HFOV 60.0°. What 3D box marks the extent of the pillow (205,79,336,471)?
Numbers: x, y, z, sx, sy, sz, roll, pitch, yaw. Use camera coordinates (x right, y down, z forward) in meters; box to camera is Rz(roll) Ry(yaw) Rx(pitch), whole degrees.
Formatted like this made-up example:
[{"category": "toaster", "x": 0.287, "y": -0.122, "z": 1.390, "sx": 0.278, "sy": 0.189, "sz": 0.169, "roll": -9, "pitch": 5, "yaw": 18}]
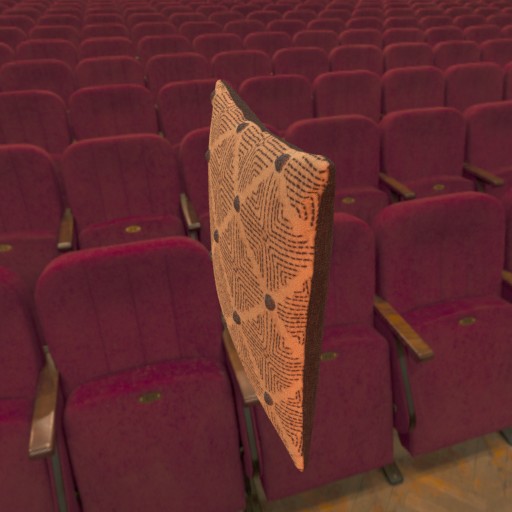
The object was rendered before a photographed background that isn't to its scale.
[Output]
[{"category": "pillow", "x": 0.000, "y": 0.000, "z": 0.781, "sx": 0.145, "sy": 0.510, "sz": 0.510, "roll": -9, "pitch": 32, "yaw": -14}]
